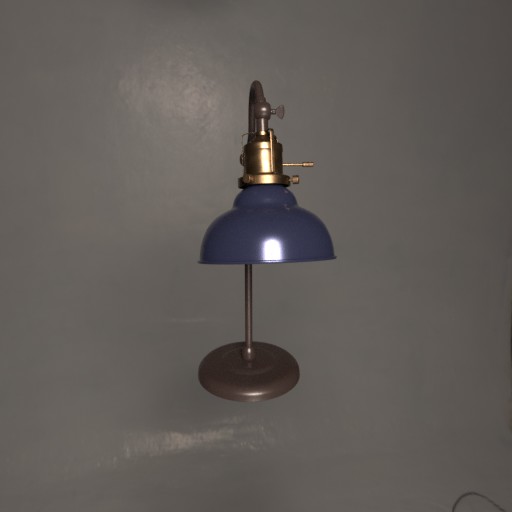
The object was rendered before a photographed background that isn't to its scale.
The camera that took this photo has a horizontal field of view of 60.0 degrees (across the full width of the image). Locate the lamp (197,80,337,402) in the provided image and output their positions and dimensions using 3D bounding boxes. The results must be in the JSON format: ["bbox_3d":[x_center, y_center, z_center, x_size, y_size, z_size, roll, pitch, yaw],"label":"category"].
[{"bbox_3d":[0.000,0.000,0.685,0.192,0.508,0.374,-2,16,-8],"label":"lamp"}]
